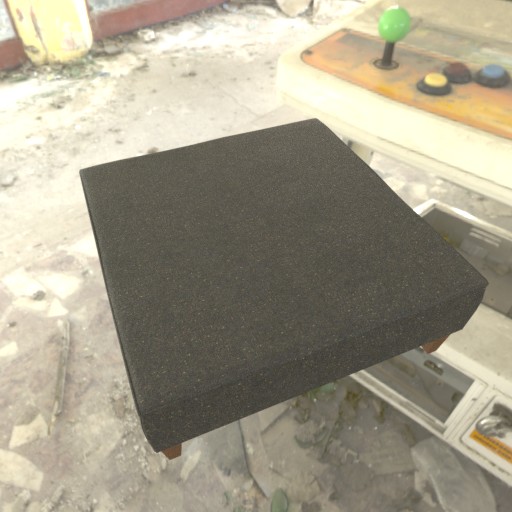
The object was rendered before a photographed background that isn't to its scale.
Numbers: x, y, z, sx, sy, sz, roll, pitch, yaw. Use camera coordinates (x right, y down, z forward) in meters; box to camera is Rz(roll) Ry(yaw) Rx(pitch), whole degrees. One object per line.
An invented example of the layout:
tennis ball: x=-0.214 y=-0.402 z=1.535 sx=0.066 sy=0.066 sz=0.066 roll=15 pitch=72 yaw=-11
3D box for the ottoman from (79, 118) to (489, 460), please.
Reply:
ottoman: x=0.000 y=0.000 z=1.507 sx=0.968 sy=0.382 sz=1.004 roll=-17 pitch=48 yaw=-16
